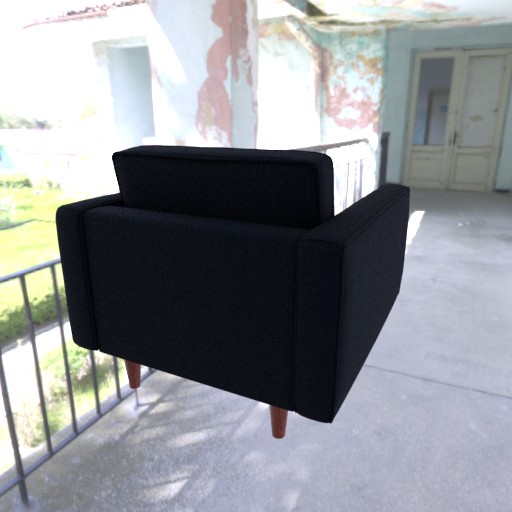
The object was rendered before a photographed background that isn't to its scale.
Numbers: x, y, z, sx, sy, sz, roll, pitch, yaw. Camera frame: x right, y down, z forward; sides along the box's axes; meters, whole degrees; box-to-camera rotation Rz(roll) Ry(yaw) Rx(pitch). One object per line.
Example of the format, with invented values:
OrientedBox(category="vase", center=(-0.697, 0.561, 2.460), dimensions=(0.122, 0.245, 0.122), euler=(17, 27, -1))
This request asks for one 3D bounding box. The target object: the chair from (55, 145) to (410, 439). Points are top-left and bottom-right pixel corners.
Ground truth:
OrientedBox(category="chair", center=(0.000, 0.000, 1.557), dimensions=(0.899, 0.770, 0.920), euler=(9, 20, 25))
